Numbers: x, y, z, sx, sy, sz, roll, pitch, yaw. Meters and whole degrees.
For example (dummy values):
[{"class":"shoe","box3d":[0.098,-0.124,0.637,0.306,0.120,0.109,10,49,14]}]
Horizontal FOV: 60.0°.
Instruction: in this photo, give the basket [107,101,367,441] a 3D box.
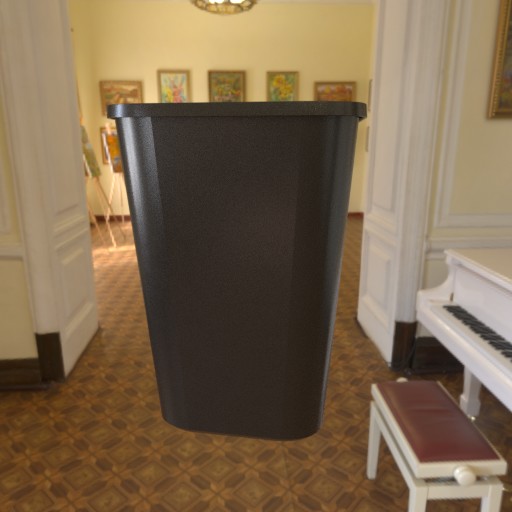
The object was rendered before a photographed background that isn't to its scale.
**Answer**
[{"class":"basket","box3d":[0.000,0.000,0.501,0.211,0.307,0.300,2,15,9]}]
